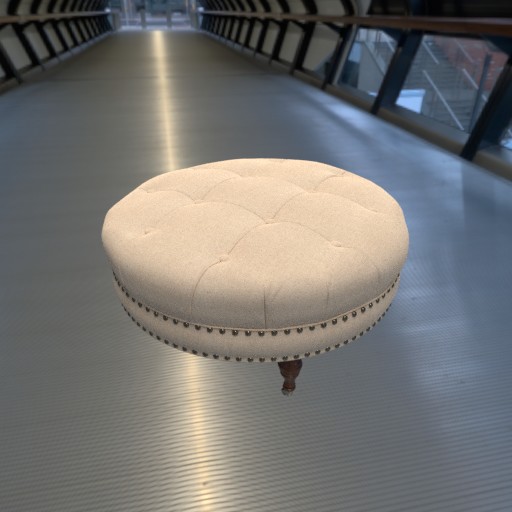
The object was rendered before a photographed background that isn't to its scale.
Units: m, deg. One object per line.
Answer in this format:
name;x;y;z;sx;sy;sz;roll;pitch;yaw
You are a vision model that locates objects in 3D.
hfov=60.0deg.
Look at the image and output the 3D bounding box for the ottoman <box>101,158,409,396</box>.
ottoman;0.000;0.000;1.473;0.940;0.483;0.940;0;30;0
